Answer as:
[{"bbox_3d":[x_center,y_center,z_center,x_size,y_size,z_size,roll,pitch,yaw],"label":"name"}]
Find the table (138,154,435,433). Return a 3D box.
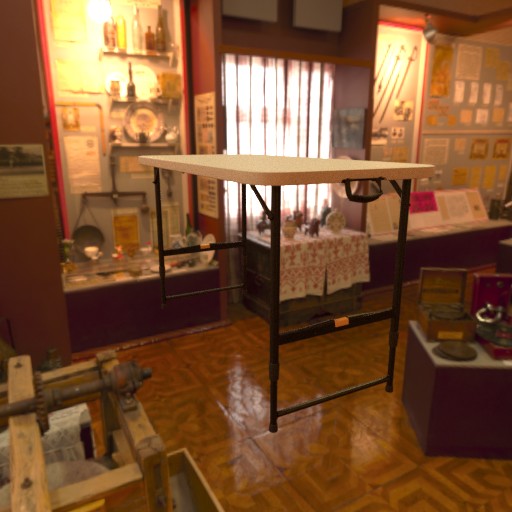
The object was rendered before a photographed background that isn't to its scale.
[{"bbox_3d":[0.000,0.000,1.731,0.611,0.737,1.245,-8,16,-27],"label":"table"}]
